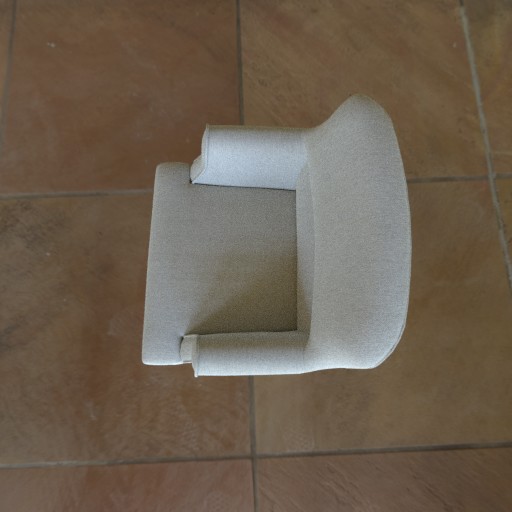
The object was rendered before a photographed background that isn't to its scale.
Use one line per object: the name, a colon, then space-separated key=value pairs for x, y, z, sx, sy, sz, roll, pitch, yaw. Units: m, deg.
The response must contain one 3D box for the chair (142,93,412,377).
chair: x=0.000 y=0.000 z=1.481 sx=0.750 sy=0.875 sz=0.781 roll=1 pitch=76 yaw=0
